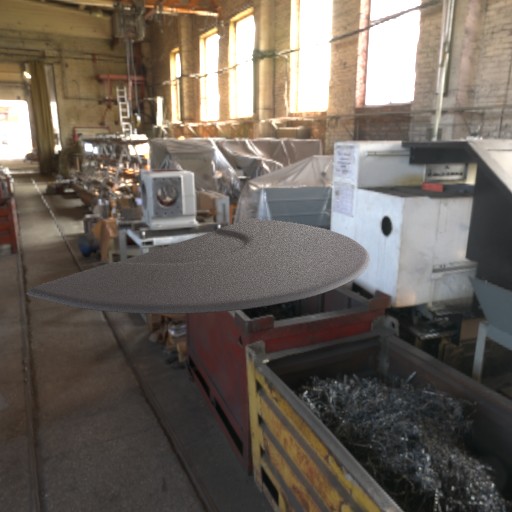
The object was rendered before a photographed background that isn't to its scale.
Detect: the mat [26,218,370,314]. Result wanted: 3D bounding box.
[{"bbox_3d":[0.000,0.000,1.875,0.917,0.022,1.525,8,17,27],"label":"mat"}]
